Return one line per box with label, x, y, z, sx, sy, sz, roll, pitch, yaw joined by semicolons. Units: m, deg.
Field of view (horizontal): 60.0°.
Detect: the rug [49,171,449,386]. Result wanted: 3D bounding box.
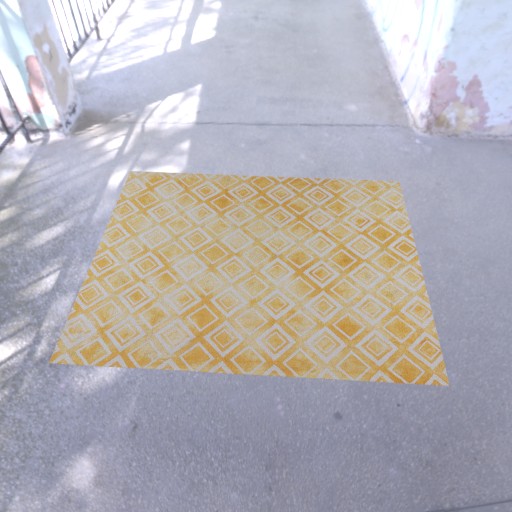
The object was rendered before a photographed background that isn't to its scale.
rug;0.000;0.000;4.163;3.037;0.011;2.433;3;48;2
